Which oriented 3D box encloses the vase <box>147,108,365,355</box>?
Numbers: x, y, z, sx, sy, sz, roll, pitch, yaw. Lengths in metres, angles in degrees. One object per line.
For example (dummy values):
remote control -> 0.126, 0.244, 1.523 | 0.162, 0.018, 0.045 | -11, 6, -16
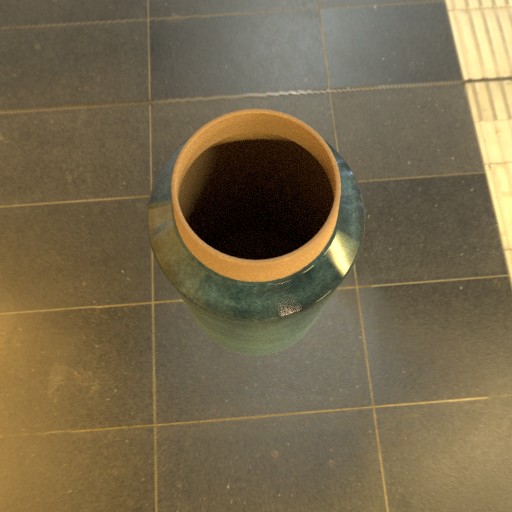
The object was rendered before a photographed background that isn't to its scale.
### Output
vase -> 0.000, 0.000, 0.401 | 0.163, 0.316, 0.163 | 0, 75, 0
